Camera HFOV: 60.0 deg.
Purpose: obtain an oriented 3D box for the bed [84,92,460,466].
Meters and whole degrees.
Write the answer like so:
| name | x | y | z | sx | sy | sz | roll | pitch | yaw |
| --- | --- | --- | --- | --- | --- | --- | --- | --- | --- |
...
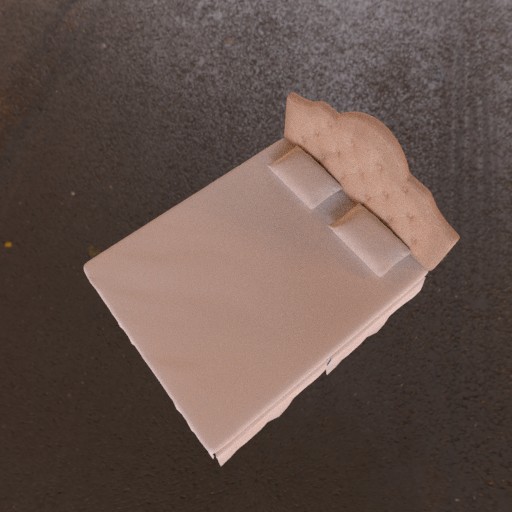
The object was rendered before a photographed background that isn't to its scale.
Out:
| name | x | y | z | sx | sy | sz | roll | pitch | yaw |
| --- | --- | --- | --- | --- | --- | --- | --- | --- | --- |
| bed | 0.000 | 0.000 | 2.946 | 1.970 | 1.194 | 1.667 | -36 | 69 | -16 |
